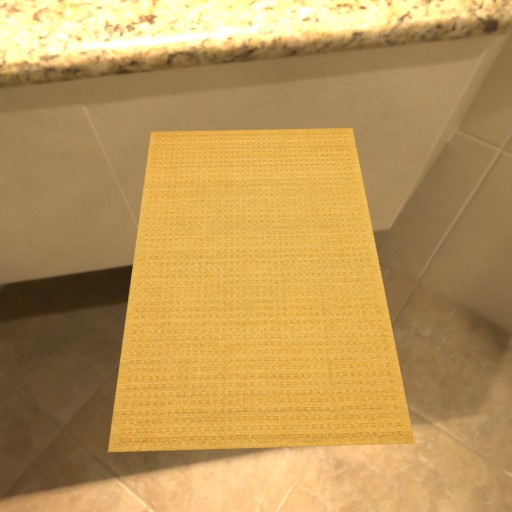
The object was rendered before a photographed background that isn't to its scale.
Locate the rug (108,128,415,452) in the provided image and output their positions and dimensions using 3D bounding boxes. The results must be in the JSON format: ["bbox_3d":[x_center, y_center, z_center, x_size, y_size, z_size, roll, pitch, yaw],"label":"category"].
[{"bbox_3d":[0.000,0.000,3.612,1.981,0.006,2.895,-1,59,-1],"label":"rug"}]
